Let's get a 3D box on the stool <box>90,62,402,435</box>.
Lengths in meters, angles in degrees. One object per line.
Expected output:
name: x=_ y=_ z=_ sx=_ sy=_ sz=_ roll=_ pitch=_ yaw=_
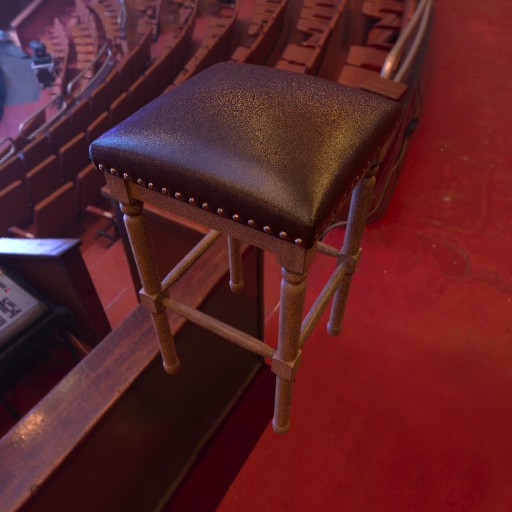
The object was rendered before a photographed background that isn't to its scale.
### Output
stool: x=0.000 y=0.000 z=0.936 sx=0.383 sy=0.702 sz=0.382 roll=22 pitch=49 yaw=21
